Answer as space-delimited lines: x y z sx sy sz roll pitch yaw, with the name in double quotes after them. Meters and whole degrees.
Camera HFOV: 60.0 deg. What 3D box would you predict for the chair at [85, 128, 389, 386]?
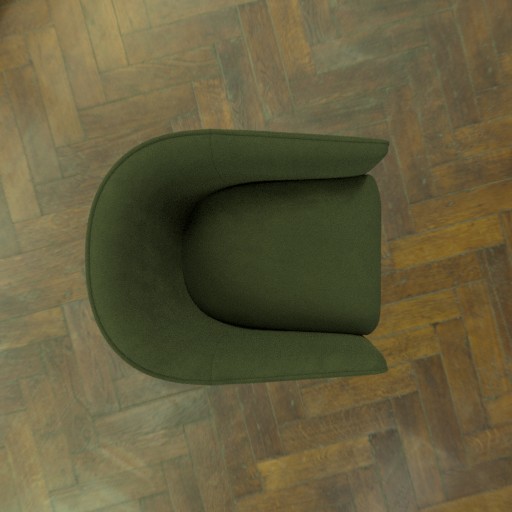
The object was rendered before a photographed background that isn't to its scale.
0.000 0.000 1.504 0.875 0.799 0.747 0 91 0 "chair"
